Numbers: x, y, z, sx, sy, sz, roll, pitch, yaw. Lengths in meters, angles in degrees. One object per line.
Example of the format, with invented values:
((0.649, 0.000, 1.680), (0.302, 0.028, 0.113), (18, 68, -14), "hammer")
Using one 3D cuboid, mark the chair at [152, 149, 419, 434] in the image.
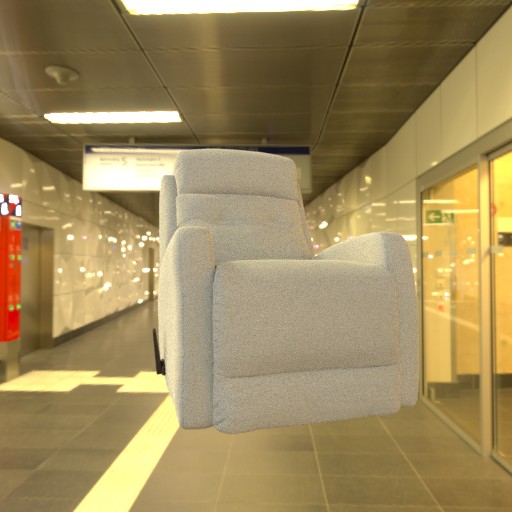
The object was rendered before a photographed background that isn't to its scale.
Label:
((0.000, 0.000, 1.697), (0.798, 1.013, 1.043), (0, -2, -17), "chair")
